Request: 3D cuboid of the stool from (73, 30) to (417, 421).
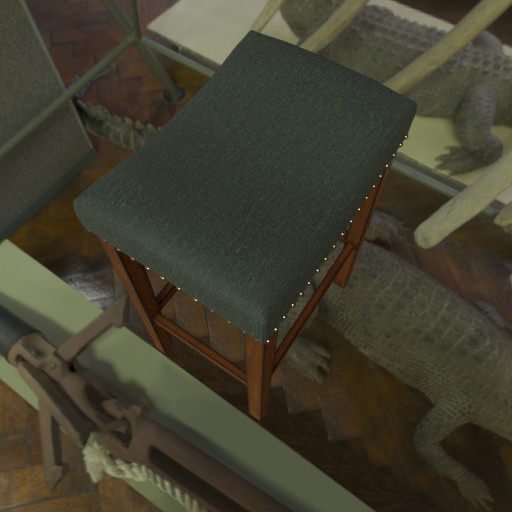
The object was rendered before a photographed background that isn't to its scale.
[{"bbox_3d":[0.000,0.000,1.011,0.366,0.760,0.502,31,67,15],"label":"stool"}]
